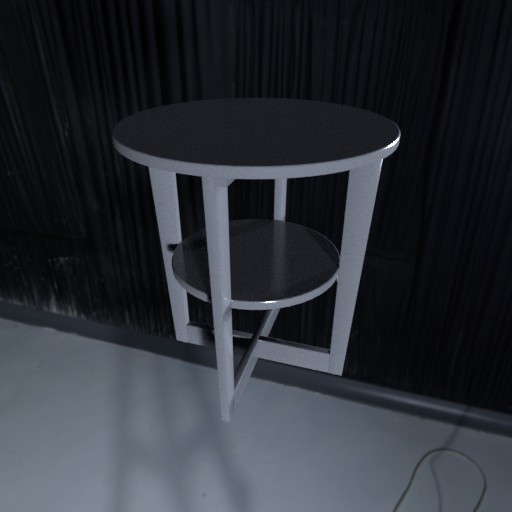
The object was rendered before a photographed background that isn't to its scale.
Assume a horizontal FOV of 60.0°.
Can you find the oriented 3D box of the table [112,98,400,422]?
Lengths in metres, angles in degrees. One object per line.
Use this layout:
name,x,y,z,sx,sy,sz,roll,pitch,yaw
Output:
table,0.000,0.000,0.932,0.500,0.550,0.500,0,29,0
